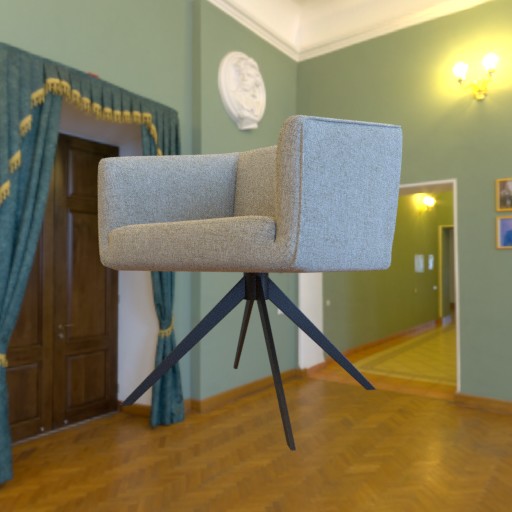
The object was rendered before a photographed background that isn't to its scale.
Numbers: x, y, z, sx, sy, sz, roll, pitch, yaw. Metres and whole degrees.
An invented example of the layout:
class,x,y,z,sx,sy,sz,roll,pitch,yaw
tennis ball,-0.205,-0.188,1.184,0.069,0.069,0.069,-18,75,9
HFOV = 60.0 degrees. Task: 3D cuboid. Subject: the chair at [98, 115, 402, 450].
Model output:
class,x,y,z,sx,sy,sz,roll,pitch,yaw
chair,0.000,0.000,1.205,0.628,0.760,0.623,-1,-1,36
